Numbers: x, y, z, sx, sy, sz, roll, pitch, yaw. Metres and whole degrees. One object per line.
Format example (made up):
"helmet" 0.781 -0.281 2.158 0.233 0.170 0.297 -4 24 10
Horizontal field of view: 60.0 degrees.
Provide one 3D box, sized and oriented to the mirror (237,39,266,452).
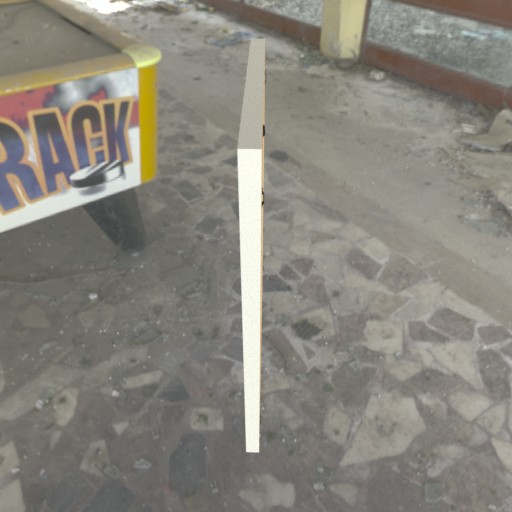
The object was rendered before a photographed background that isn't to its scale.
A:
"mirror" 0.000 0.000 1.174 0.041 0.914 0.609 1 40 1
